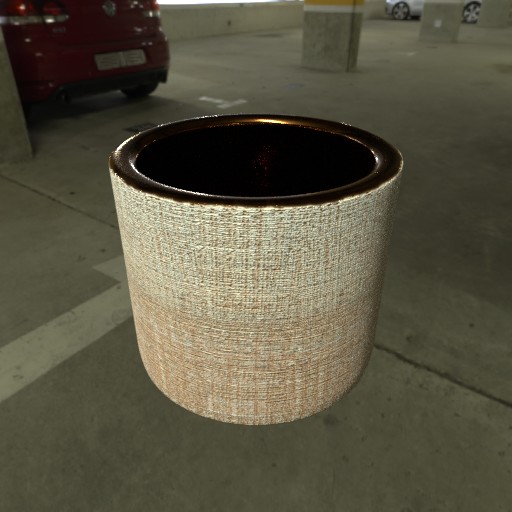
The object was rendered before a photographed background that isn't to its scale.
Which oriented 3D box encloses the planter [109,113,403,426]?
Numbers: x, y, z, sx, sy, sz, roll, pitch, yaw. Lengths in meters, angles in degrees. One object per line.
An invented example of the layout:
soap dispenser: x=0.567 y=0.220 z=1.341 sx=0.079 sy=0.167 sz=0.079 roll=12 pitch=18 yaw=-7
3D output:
planter: x=0.000 y=0.000 z=0.312 sx=0.177 sy=0.157 sz=0.177 roll=0 pitch=31 yaw=0
